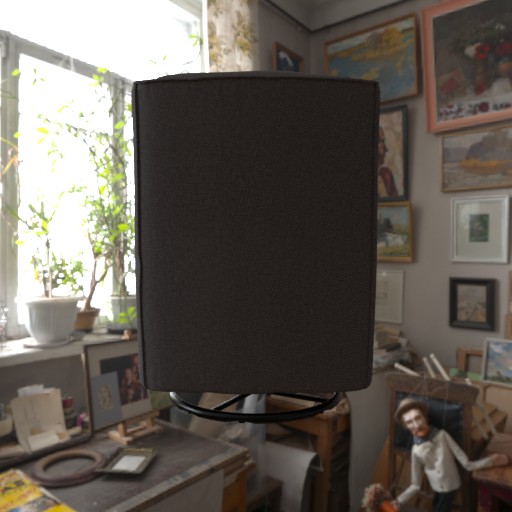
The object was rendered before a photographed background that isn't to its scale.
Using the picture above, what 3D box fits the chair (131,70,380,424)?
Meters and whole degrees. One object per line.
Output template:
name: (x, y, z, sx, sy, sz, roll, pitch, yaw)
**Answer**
chair: (0.000, 0.000, 1.564, 0.732, 0.993, 0.879, 0, 0, 0)
